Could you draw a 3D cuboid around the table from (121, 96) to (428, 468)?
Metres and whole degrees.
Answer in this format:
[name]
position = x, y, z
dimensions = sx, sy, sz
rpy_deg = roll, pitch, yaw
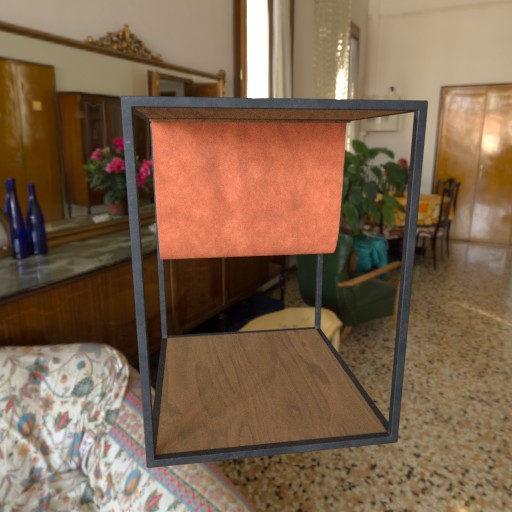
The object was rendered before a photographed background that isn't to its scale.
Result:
[table]
position = 0.000, 0.000, 0.844
dimensions = 0.399, 0.536, 0.450
rpy_deg = -2, 14, -8
